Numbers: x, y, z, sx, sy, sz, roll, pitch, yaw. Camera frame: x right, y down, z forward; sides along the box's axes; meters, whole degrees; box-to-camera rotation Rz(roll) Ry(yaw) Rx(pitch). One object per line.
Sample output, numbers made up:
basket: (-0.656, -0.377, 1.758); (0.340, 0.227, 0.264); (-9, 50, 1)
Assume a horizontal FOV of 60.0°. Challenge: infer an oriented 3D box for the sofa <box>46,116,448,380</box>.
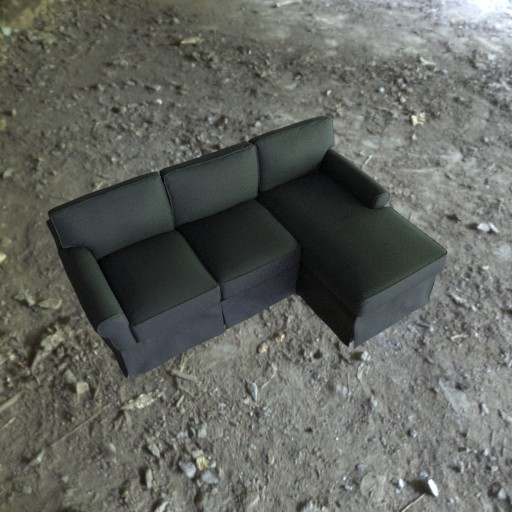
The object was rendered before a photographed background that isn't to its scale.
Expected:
sofa: (0.000, 0.000, 3.335); (2.518, 1.039, 1.637); (-25, 51, -22)
